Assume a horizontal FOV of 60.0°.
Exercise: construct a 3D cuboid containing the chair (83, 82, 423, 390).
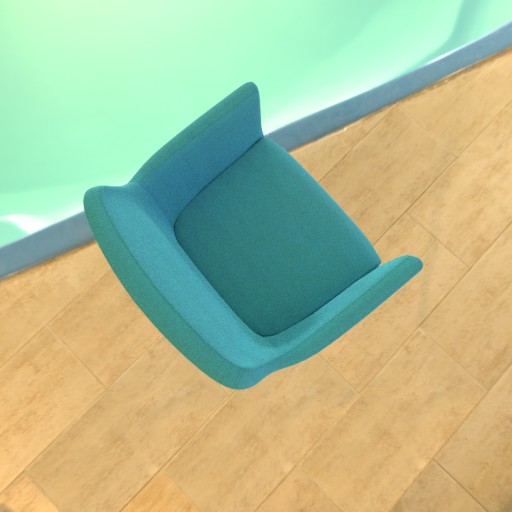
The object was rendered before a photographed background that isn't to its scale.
[{"bbox_3d":[0.000,0.000,1.160,0.540,0.780,0.570,-39,79,-9],"label":"chair"}]
